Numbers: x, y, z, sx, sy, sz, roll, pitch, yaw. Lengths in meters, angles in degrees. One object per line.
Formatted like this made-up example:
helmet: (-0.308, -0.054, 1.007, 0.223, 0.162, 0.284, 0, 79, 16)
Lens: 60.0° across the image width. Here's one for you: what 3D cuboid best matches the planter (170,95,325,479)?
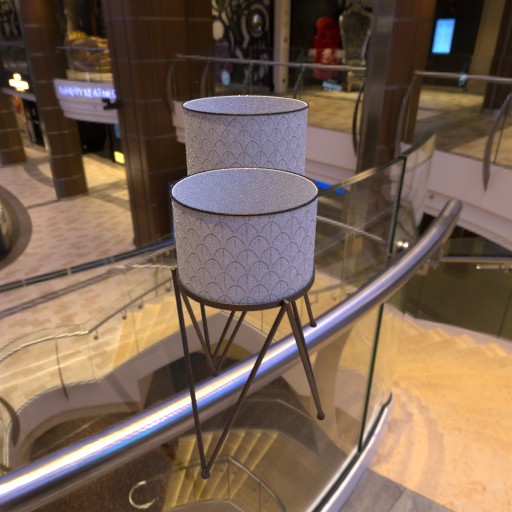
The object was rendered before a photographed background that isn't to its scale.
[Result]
planter: (0.000, 0.000, 1.159, 0.413, 0.712, 0.769, 0, 27, -1)
